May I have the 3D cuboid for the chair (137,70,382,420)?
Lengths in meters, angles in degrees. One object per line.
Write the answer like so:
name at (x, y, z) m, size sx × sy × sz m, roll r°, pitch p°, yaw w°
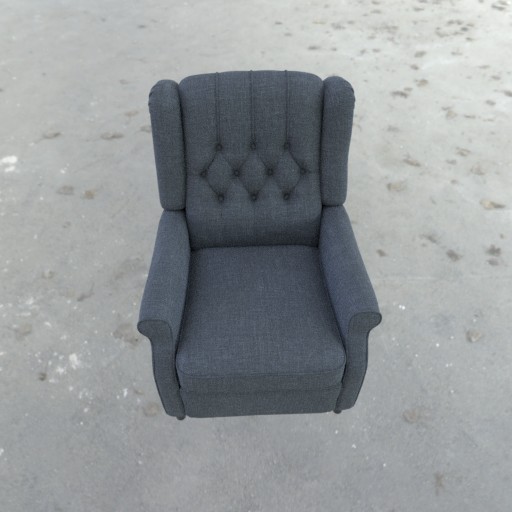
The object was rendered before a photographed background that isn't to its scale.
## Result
chair at (0.000, 0.000, 1.590) m, size 0.742 × 1.035 × 0.898 m, roll -2°, pitch 47°, yaw -2°
